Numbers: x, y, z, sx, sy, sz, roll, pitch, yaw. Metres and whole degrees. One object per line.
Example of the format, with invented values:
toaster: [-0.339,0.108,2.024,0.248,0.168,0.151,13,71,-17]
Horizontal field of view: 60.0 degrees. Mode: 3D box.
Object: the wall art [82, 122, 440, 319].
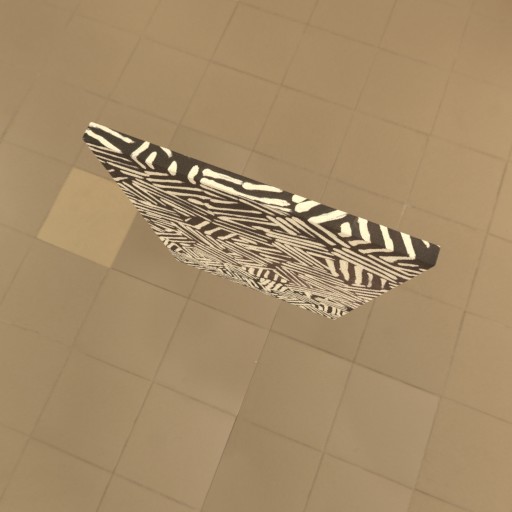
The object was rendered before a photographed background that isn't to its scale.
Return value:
wall art: [0.000,0.000,1.168,0.615,0.918,0.035,20,77,5]
